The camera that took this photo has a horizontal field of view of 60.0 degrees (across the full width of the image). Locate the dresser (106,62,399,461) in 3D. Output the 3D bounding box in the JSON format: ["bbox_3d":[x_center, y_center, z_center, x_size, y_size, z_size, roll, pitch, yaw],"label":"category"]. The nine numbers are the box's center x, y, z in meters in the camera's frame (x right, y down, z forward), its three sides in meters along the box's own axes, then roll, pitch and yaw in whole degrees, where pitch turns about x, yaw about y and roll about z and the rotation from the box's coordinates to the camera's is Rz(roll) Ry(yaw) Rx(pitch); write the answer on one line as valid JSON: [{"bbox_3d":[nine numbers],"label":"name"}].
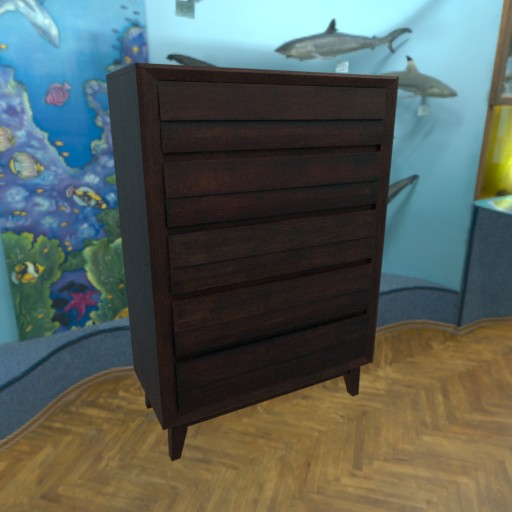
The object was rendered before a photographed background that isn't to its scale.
[{"bbox_3d":[0.000,0.000,2.001,1.072,1.514,0.506,-9,20,-26],"label":"dresser"}]
